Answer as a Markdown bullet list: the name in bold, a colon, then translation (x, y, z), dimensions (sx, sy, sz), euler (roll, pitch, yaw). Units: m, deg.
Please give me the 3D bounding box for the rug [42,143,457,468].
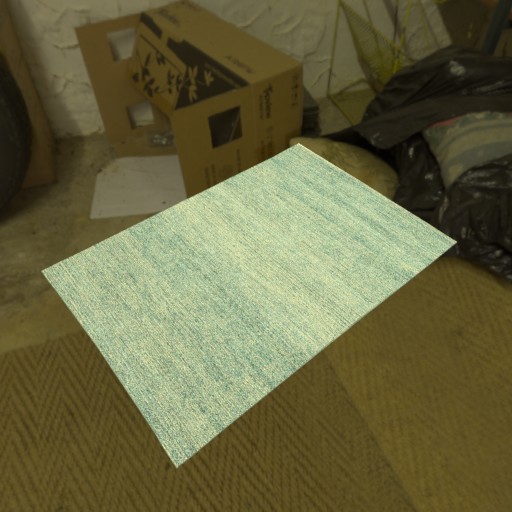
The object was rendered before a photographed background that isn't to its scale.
- **rug**: translation (0.000, 0.000, 5.237), dimensions (4.078, 0.052, 2.802), euler (-31, 55, -26)
